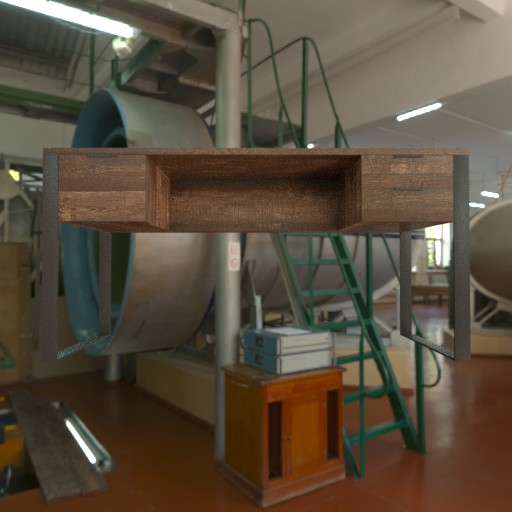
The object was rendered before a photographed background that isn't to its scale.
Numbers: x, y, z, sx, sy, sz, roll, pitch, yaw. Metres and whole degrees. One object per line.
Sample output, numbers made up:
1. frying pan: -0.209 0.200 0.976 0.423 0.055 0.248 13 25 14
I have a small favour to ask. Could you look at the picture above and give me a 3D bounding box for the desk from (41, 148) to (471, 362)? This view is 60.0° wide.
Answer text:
1. desk: 0.000 0.000 1.874 1.524 0.762 0.599 0 -1 0
